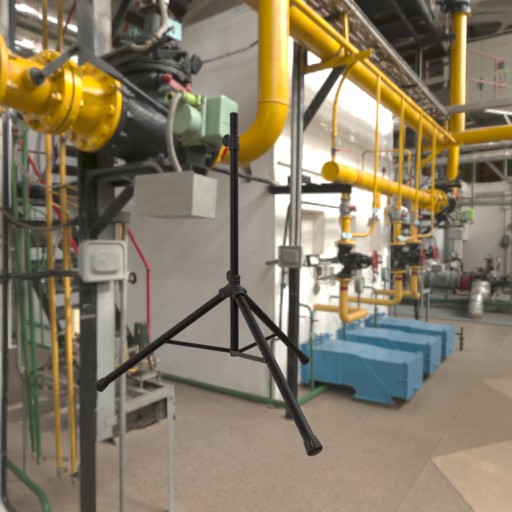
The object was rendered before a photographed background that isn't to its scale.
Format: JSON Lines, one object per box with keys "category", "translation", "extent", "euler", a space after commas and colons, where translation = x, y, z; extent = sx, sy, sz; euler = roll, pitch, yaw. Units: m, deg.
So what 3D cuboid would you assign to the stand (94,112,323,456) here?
{"category": "stand", "translation": [0.000, 0.000, 1.896], "extent": [1.045, 1.136, 0.907], "euler": [1, 3, 36]}
